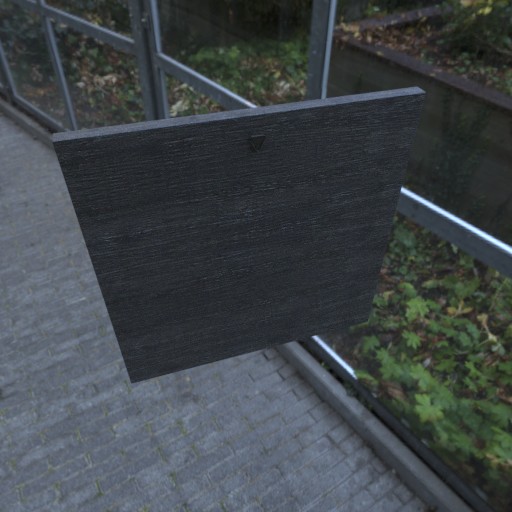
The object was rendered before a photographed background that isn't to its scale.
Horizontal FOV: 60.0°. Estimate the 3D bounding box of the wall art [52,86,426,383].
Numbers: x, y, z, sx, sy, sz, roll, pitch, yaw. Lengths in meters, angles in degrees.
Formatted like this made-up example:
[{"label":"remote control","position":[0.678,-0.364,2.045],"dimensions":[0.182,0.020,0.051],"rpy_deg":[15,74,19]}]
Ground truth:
[{"label":"wall art","position":[0.000,0.000,0.683],"dimensions":[0.462,0.459,0.027],"rpy_deg":[-12,42,-13]}]
